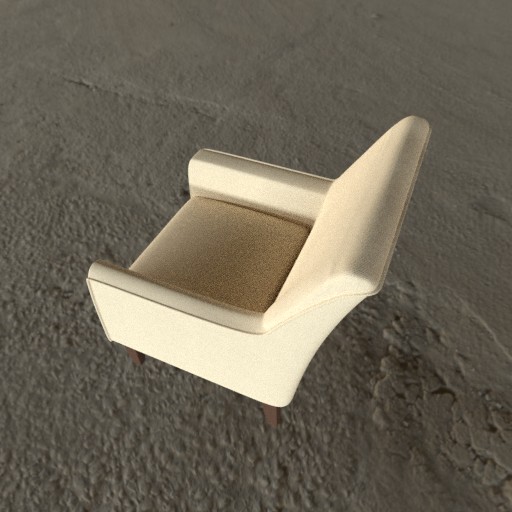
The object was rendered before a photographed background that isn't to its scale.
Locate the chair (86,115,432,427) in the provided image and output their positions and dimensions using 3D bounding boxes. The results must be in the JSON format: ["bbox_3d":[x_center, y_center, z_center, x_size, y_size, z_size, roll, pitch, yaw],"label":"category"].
[{"bbox_3d":[0.000,0.000,1.602,0.899,0.919,0.780,18,49,16],"label":"chair"}]
